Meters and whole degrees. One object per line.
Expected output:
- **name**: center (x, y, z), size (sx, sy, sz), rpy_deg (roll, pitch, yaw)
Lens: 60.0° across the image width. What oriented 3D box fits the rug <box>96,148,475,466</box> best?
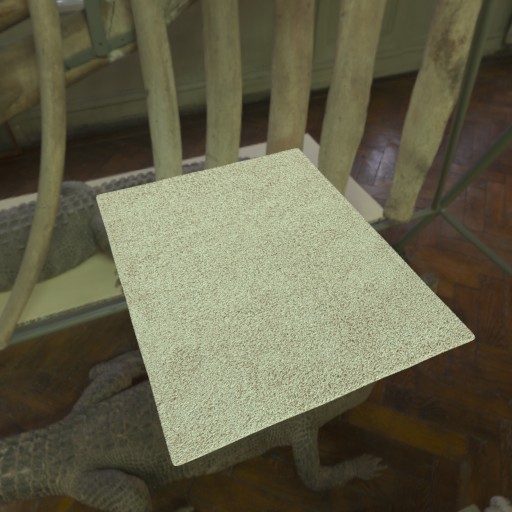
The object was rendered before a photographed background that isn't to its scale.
- **rug**: center (0.000, 0.000, 4.110), size (2.438, 0.029, 3.047), rpy_deg (-17, 47, -16)
